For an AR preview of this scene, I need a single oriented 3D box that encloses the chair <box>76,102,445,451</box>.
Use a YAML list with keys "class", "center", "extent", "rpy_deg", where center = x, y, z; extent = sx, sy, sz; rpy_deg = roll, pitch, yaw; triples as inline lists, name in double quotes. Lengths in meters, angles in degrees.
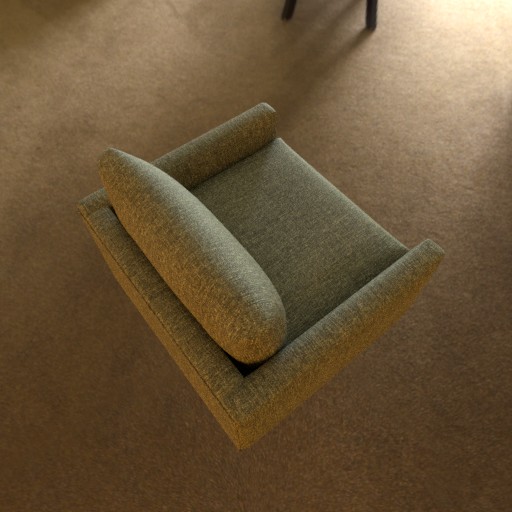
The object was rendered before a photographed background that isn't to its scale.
- class: "chair"
  center: [0.000, 0.000, 1.632]
  extent: [0.866, 0.861, 0.963]
  rpy_deg: [-34, 64, -19]
